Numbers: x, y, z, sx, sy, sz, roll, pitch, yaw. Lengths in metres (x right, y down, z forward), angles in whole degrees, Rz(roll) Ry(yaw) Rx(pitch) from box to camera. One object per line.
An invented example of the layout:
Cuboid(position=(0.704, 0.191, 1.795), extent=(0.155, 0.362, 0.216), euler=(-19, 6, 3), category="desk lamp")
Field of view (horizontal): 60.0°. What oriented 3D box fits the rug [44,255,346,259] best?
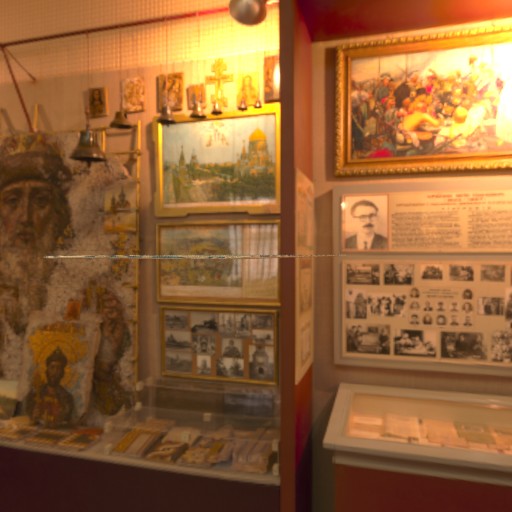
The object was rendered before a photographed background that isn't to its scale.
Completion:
Cuboid(position=(0.000, 0.000, 2.593), extent=(0.768, 0.011, 2.446), euler=(0, 0, 18), category="rug")
